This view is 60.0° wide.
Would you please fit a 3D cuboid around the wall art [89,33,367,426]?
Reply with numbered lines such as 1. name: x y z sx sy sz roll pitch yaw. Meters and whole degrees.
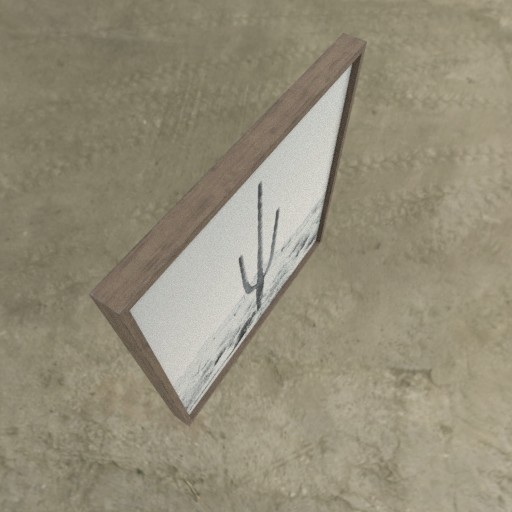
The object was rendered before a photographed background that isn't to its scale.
1. wall art: 0.000 0.000 0.738 0.038 0.508 0.508 30 63 17
